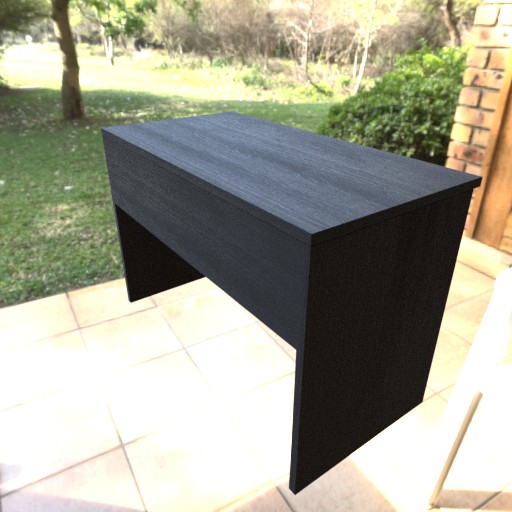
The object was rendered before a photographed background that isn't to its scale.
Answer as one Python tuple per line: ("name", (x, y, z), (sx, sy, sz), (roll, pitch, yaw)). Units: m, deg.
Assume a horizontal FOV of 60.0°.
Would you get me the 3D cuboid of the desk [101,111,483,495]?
("desk", (0.000, 0.000, 1.490), (0.557, 0.729, 1.099), (-19, 33, -31))
